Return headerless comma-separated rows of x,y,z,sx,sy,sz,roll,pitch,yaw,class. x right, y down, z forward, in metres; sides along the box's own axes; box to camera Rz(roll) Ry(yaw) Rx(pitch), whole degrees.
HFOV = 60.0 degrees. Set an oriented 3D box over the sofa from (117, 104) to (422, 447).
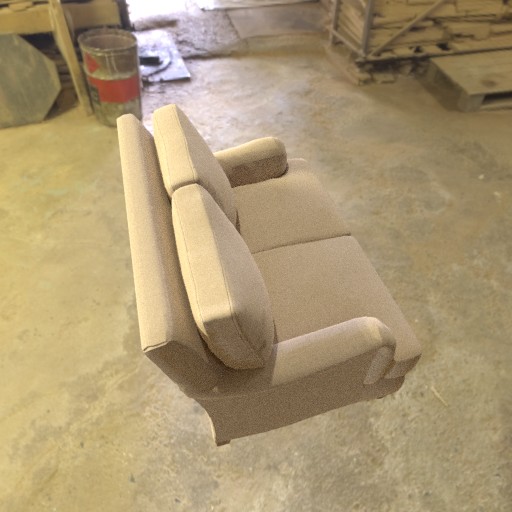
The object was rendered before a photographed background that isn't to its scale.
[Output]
0.000,0.000,2.209,1.087,1.048,1.508,-11,47,-10,sofa
